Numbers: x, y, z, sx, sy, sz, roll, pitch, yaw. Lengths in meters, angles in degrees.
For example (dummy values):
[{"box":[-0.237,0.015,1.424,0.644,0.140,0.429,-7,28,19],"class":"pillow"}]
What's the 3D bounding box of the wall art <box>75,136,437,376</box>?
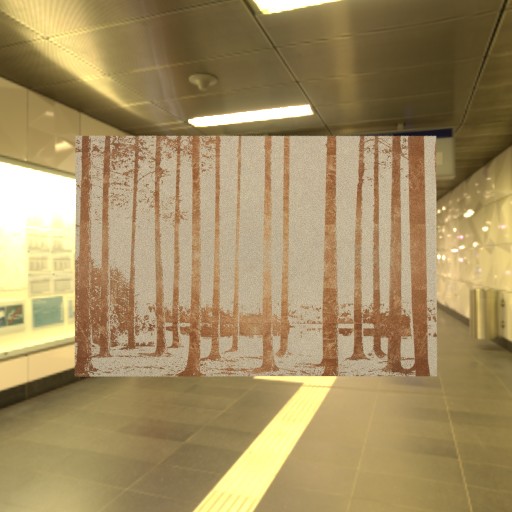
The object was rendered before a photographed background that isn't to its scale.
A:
[{"box":[0.000,0.000,0.764,0.609,0.405,0.035,0,-1,0],"class":"wall art"}]
